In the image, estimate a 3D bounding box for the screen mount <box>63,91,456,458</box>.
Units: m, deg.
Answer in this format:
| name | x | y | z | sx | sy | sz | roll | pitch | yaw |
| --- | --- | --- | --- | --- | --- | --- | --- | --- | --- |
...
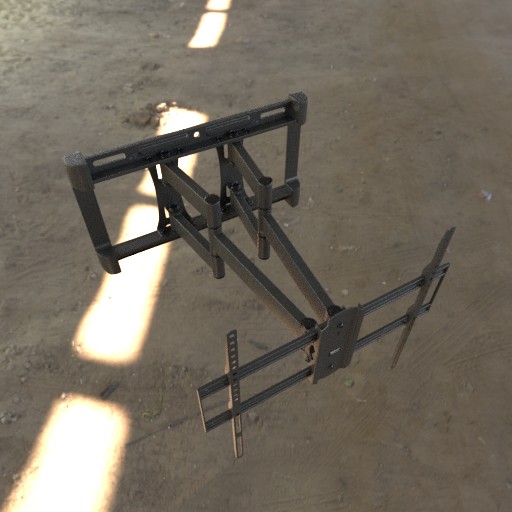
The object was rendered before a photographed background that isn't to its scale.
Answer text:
| name | x | y | z | sx | sy | sz | roll | pitch | yaw |
| --- | --- | --- | --- | --- | --- | --- | --- | --- | --- |
| screen mount | 0.000 | 0.000 | 0.933 | 0.571 | 0.424 | 0.556 | -22 | 50 | -20 |
